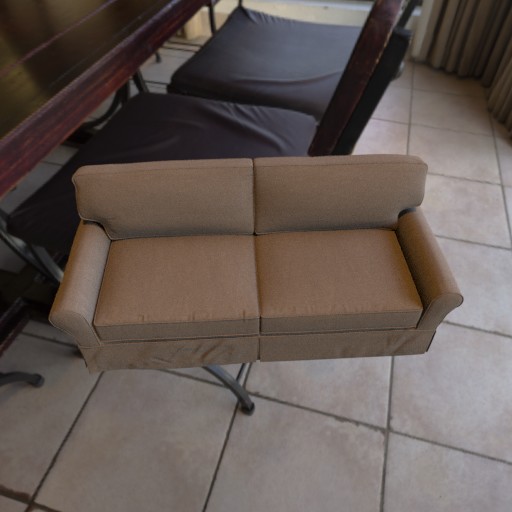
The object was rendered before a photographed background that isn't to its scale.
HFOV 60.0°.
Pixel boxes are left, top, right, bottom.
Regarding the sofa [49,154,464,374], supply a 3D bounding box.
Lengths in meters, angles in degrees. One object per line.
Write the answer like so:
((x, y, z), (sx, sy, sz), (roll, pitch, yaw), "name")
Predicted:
((0.000, 0.000, 2.733), (2.248, 0.943, 0.991), (-2, 47, -2), "sofa")
